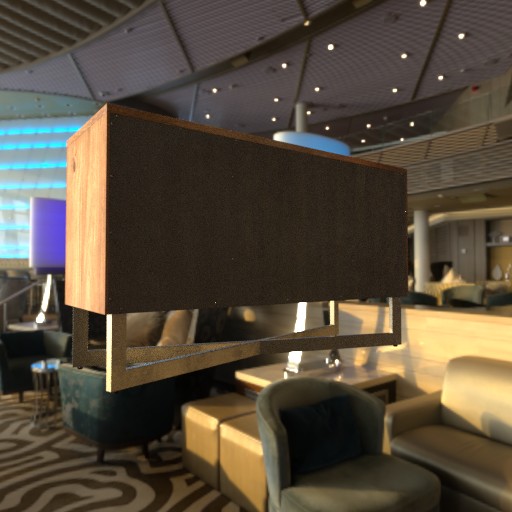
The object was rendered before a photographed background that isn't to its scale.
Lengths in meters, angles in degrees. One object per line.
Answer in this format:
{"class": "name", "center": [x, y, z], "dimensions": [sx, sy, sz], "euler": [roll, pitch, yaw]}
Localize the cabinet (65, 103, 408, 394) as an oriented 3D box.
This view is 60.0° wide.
{"class": "cabinet", "center": [0.000, 0.000, 1.813], "dimensions": [1.373, 0.812, 0.480], "euler": [1, -2, -36]}
